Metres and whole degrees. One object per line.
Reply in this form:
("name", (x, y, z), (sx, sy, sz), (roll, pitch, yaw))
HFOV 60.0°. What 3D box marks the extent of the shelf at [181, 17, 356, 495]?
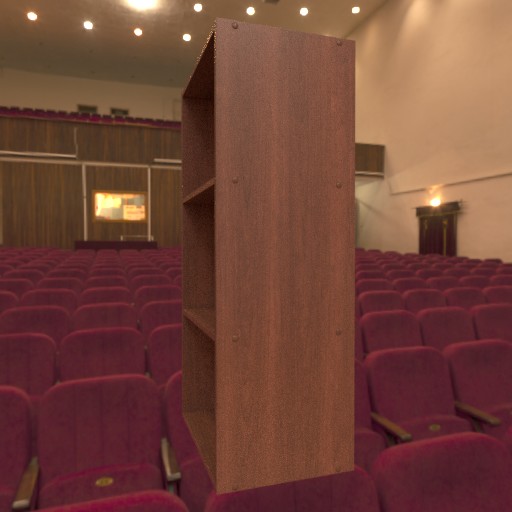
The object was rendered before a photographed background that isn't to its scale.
("shelf", (0.000, 0.000, 1.056), (0.290, 0.879, 0.414), (0, 1, -18))
